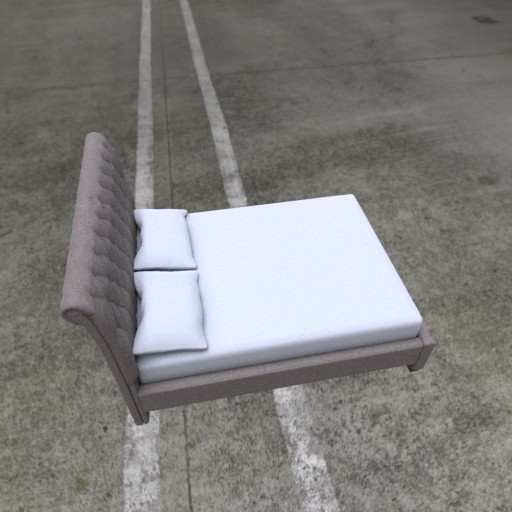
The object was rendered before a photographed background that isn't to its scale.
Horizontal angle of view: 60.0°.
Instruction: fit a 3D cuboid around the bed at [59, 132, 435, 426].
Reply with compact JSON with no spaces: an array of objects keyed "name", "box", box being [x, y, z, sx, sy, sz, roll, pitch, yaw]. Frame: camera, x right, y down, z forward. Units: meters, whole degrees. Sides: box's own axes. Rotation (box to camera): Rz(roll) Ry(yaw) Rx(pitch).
[{"name":"bed","box":[0.000,0.000,3.304,2.252,1.371,1.645,-8,46,-8]}]
